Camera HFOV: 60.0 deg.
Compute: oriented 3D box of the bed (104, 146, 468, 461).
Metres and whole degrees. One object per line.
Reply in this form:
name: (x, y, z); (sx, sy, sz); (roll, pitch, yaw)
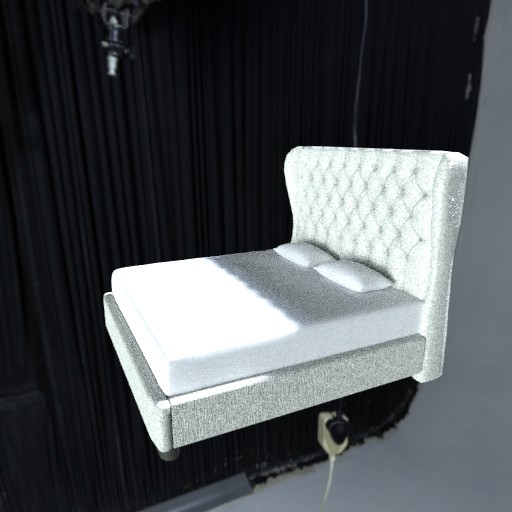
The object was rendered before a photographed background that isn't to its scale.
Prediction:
bed: (0.000, 0.000, 3.801); (2.347, 1.771, 2.219); (-7, 17, -25)
